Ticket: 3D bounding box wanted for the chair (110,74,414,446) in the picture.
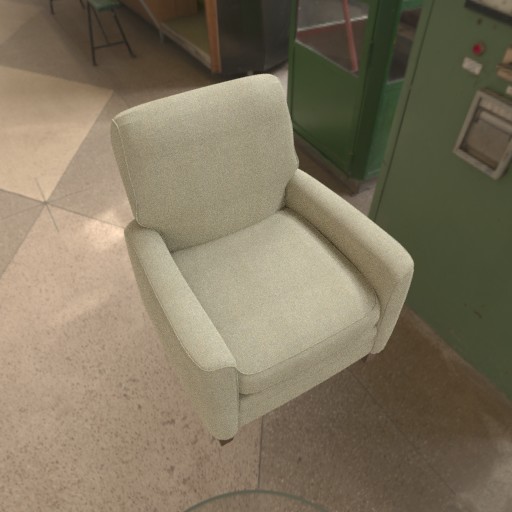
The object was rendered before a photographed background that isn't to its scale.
[{"bbox_3d":[0.000,0.000,1.659,0.850,1.006,0.853,-23,51,-20],"label":"chair"}]
